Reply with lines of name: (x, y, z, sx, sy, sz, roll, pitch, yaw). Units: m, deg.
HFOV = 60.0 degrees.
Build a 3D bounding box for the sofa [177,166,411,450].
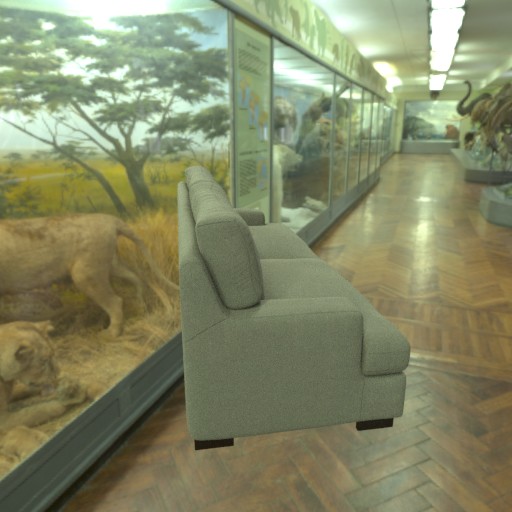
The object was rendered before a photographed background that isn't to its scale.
sofa: (0.000, 0.000, 2.841, 0.962, 0.980, 2.354, -3, 17, -9)
